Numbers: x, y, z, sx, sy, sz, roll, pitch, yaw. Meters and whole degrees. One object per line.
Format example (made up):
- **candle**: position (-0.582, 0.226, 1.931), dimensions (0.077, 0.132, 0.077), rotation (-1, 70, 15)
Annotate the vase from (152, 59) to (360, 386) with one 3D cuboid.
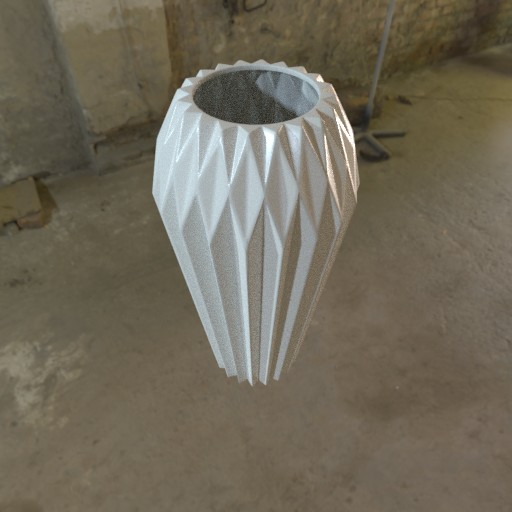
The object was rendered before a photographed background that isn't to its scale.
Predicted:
- **vase**: position (0.000, 0.000, 0.340), dimensions (0.133, 0.263, 0.133), rotation (0, 46, 0)
